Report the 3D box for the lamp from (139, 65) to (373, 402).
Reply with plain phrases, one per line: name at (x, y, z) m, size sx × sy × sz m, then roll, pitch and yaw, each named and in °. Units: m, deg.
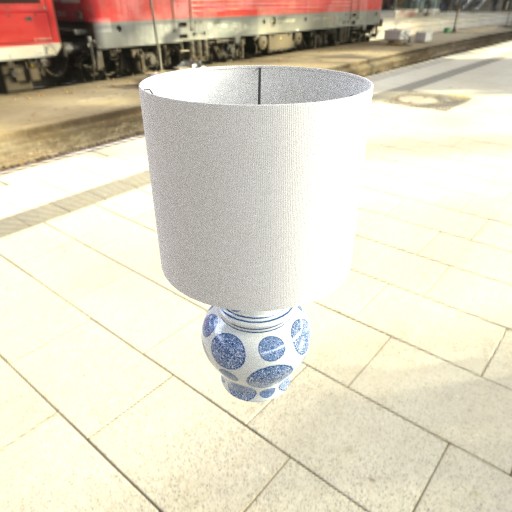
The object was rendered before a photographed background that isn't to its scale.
lamp at (0.000, 0.000, 0.512) m, size 0.215 × 0.381 × 0.215 m, roll 21°, pitch 37°, yaw 32°
